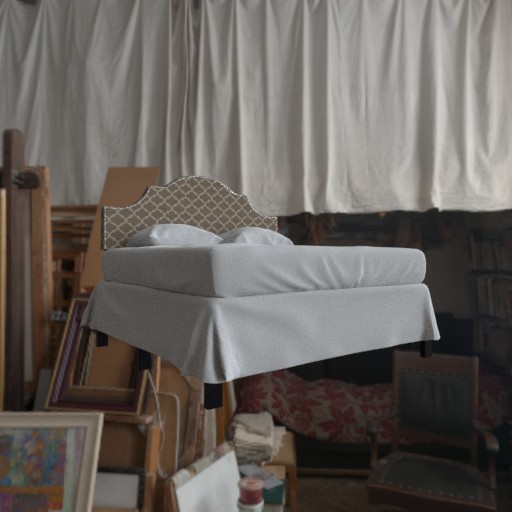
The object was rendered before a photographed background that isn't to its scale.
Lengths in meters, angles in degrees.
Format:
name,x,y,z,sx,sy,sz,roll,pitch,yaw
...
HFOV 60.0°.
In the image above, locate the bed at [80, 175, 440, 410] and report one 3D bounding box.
name,x,y,z,sx,sy,sz,roll,pitch,yaw
bed,0.000,0.000,3.736,2.314,1.601,2.222,0,1,-36
